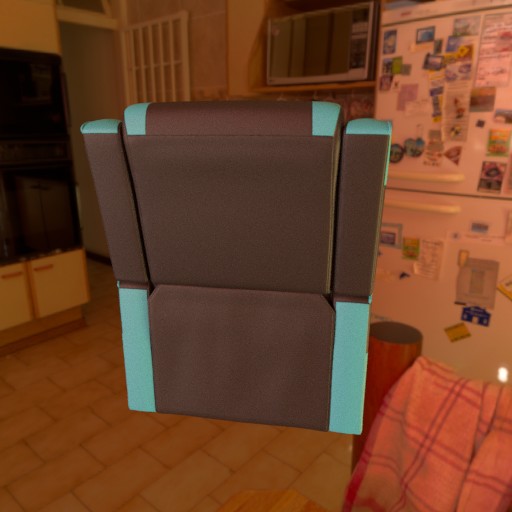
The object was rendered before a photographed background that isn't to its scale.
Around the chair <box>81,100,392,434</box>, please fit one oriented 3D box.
[{"bbox_3d":[0.000,0.000,1.256,0.620,0.805,0.672,3,17,9],"label":"chair"}]
